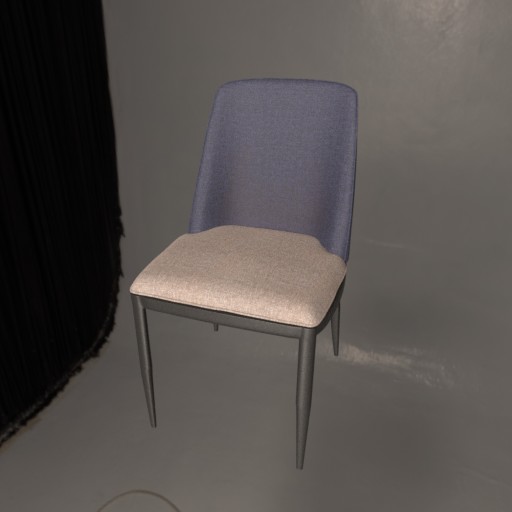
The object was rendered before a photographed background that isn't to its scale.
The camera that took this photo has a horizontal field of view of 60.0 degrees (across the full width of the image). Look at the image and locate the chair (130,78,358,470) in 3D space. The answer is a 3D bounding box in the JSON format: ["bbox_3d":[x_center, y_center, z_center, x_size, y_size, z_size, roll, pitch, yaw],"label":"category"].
[{"bbox_3d":[0.000,0.000,1.173,0.480,0.839,0.551,8,27,17],"label":"chair"}]
